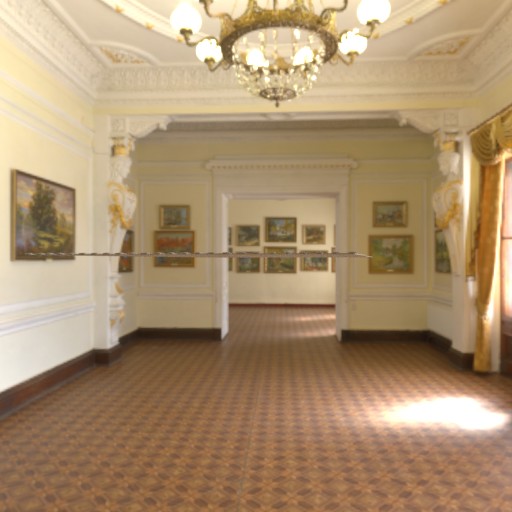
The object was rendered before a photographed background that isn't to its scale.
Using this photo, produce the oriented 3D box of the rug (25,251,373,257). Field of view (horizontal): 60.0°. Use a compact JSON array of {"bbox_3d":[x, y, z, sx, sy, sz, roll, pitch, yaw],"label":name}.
[{"bbox_3d":[0.000,0.000,2.483,1.222,0.009,2.084,0,-1,16],"label":"rug"}]
